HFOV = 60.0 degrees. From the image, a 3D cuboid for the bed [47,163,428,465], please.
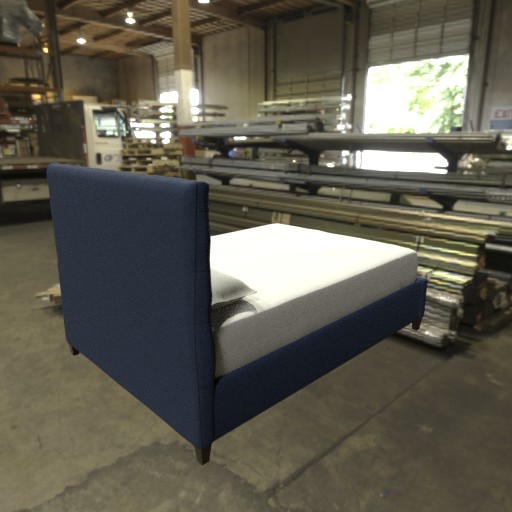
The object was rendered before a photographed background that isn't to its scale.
[{"bbox_3d":[0.000,0.000,3.402,2.387,1.427,1.706,-14,21,-42],"label":"bed"}]
